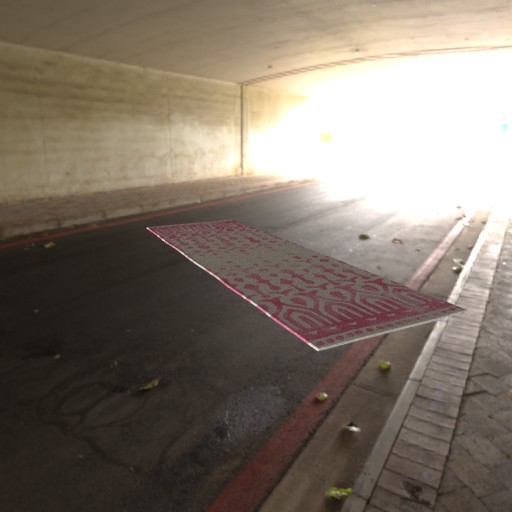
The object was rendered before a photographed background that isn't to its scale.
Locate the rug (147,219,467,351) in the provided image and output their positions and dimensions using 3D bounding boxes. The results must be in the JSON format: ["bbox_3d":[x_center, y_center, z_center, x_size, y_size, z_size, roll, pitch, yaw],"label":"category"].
[{"bbox_3d":[0.000,0.000,2.747,0.787,0.011,2.458,-7,16,-26],"label":"rug"}]
